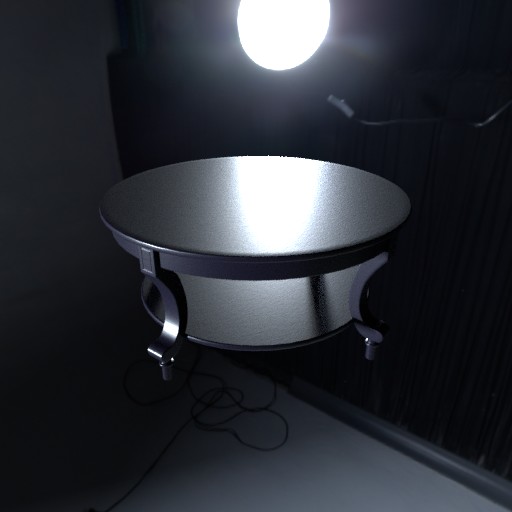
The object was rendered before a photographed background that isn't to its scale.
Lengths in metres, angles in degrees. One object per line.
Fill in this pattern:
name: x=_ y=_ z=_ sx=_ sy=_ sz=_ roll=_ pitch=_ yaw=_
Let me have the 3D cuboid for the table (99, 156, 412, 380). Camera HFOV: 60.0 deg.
table: x=0.000 y=0.000 z=1.628 sx=1.029 sy=0.491 sz=1.029 roll=0 pitch=26 yaw=0
